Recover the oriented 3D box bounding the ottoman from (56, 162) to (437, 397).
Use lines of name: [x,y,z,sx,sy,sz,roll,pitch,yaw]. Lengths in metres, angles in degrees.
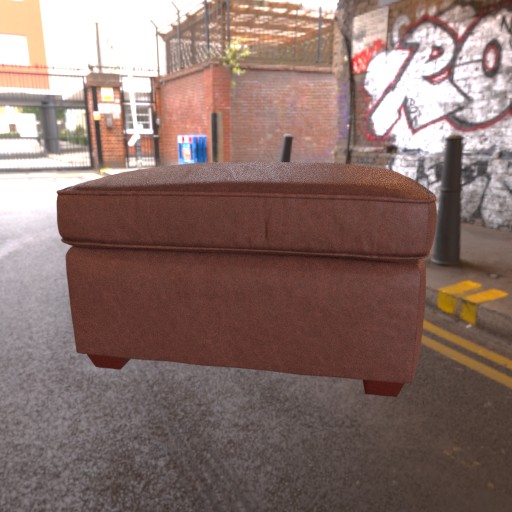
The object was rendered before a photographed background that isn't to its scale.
ottoman: [0.000,0.000,1.099,0.749,0.449,0.548,3,15,10]
